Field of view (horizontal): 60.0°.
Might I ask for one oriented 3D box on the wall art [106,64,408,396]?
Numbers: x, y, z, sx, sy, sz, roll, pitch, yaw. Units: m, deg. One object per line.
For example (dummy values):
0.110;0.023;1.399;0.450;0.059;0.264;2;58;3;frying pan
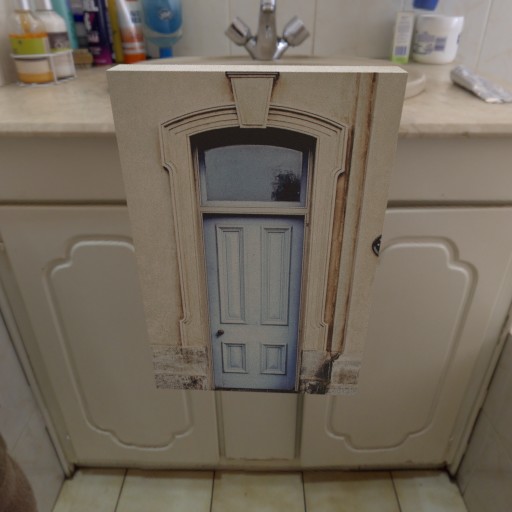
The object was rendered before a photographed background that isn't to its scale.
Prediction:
0.000;0.000;0.484;0.254;0.381;0.038;1;31;2;wall art
